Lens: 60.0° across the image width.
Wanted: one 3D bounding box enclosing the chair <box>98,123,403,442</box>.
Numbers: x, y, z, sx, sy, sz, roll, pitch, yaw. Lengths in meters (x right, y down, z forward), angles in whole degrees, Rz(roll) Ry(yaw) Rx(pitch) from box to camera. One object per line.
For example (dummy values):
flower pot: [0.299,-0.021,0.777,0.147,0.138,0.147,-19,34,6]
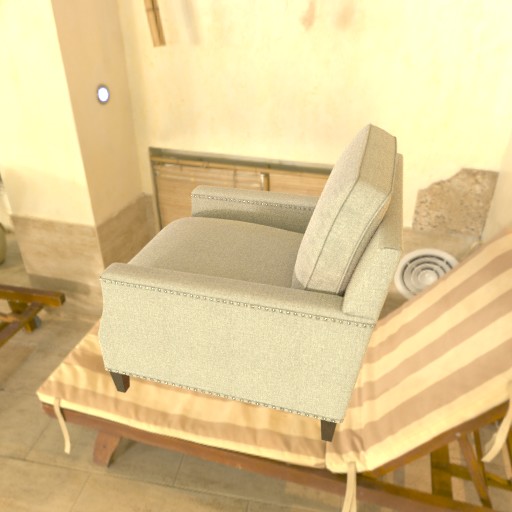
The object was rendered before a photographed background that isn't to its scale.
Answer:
chair: [0.000,0.000,1.746,1.014,0.943,0.853,8,31,14]
